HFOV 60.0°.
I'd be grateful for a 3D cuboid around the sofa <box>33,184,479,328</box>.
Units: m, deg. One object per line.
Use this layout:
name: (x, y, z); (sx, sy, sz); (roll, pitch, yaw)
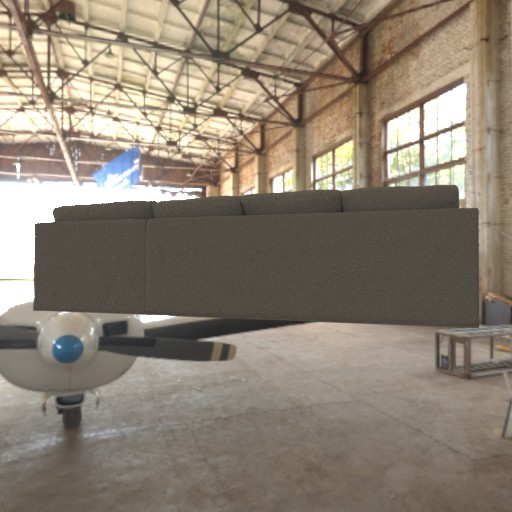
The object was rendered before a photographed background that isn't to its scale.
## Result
sofa: (0.000, 0.000, 3.754); (3.177, 0.867, 1.622); (0, -1, 18)
